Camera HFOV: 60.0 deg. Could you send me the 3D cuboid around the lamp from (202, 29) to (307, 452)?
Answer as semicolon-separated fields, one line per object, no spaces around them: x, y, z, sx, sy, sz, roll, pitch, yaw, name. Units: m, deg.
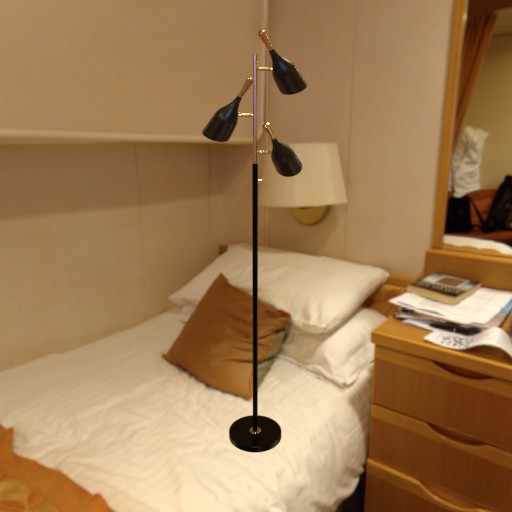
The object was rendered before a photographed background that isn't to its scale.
0.000;0.000;1.929;0.434;1.778;0.253;-2;14;-8;lamp
